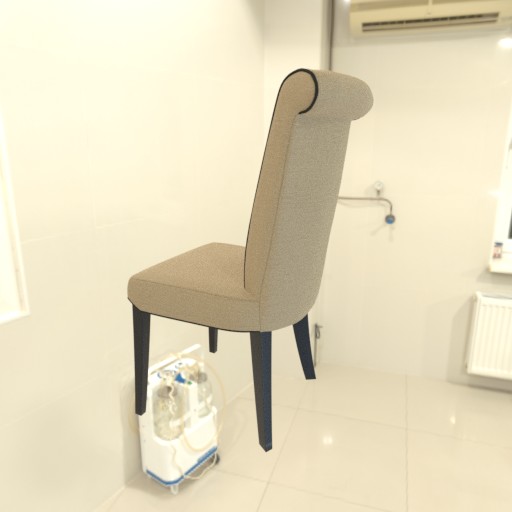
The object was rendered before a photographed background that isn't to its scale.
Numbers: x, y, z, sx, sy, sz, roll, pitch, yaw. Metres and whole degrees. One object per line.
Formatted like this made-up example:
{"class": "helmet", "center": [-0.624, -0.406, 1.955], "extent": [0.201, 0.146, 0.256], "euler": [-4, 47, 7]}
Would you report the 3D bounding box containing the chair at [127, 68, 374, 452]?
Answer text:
{"class": "chair", "center": [0.000, 0.000, 1.366], "extent": [0.623, 0.997, 0.522], "euler": [7, 17, 24]}
